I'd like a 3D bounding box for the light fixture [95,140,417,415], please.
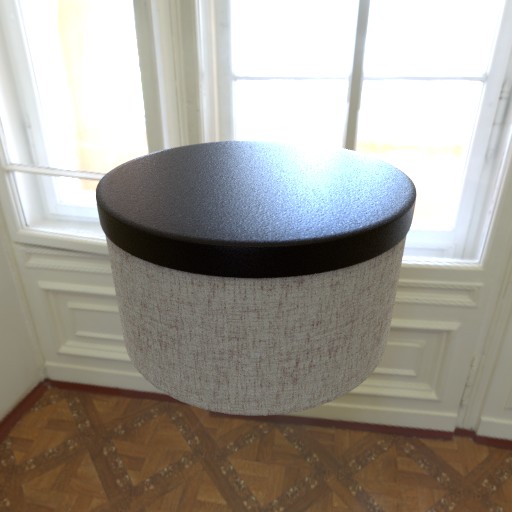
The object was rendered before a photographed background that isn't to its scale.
[{"bbox_3d":[0.000,0.000,0.616,0.389,0.229,0.389,0,28,0],"label":"light fixture"}]
